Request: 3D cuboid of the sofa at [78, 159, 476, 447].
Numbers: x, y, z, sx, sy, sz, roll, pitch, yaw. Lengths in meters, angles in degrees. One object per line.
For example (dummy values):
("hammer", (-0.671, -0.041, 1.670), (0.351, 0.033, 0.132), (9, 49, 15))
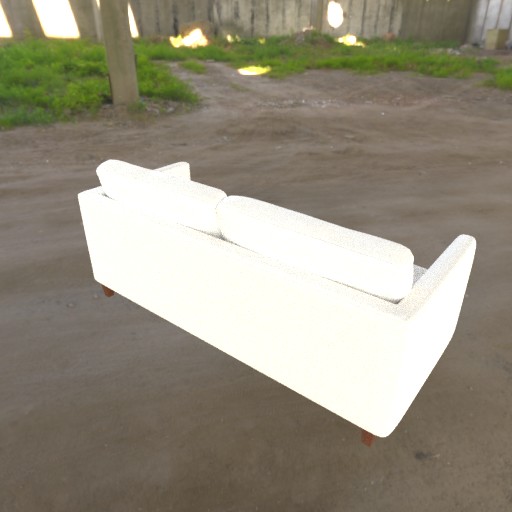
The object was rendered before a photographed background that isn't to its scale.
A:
("sofa", (0.000, 0.000, 2.586), (2.139, 0.933, 0.924), (21, 35, 33))
